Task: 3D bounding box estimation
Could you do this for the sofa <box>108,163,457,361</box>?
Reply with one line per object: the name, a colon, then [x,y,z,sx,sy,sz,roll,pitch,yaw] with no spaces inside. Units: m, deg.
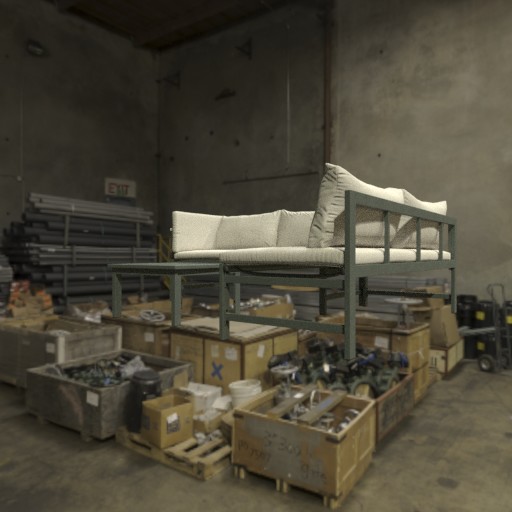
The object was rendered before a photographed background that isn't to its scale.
sofa: [0.000,0.000,2.915,2.096,0.758,1.658,0,0,37]
